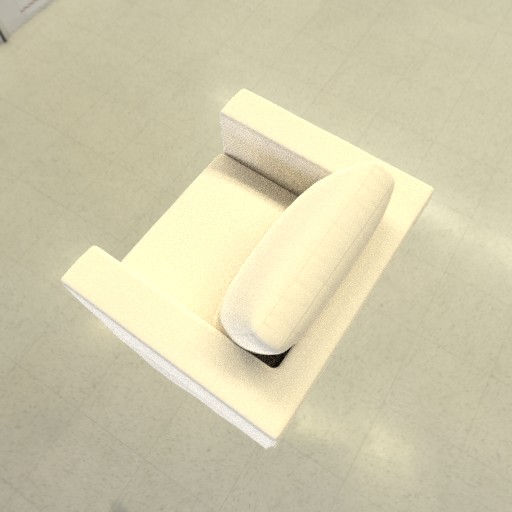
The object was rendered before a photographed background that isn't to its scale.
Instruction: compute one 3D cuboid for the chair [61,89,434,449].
[{"bbox_3d":[0.000,0.000,1.824,0.957,0.878,1.150,32,69,14],"label":"chair"}]
